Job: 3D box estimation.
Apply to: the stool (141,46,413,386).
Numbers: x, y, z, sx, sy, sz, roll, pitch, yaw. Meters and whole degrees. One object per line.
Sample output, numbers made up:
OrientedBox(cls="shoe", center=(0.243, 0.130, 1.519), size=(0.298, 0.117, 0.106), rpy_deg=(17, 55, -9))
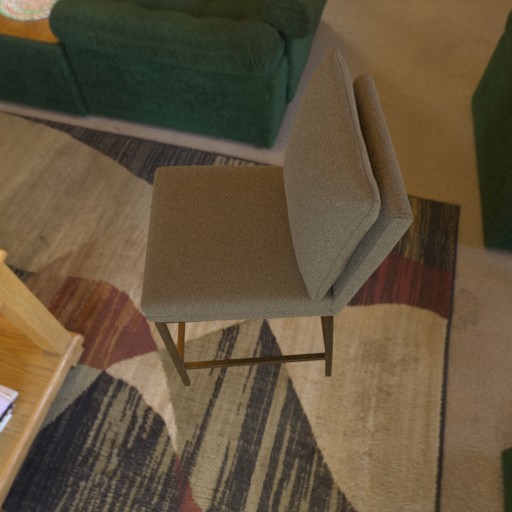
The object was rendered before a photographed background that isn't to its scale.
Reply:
OrientedBox(cls="stool", center=(0.000, 0.000, 1.291), size=(0.569, 1.030, 0.463), rpy_deg=(-2, 58, -1))
